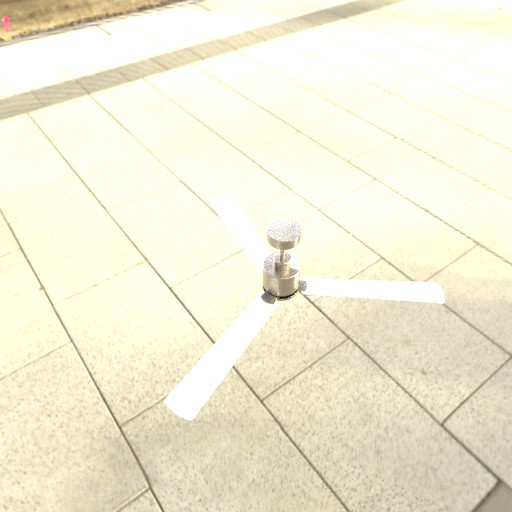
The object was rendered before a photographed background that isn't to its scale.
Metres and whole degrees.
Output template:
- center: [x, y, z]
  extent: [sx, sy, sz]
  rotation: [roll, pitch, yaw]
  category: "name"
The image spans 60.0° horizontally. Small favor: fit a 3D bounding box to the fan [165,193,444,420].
- center: [0.000, 0.000, 2.365]
  extent: [1.561, 0.446, 1.531]
  rotation: [-30, 53, -26]
  category: "fan"
